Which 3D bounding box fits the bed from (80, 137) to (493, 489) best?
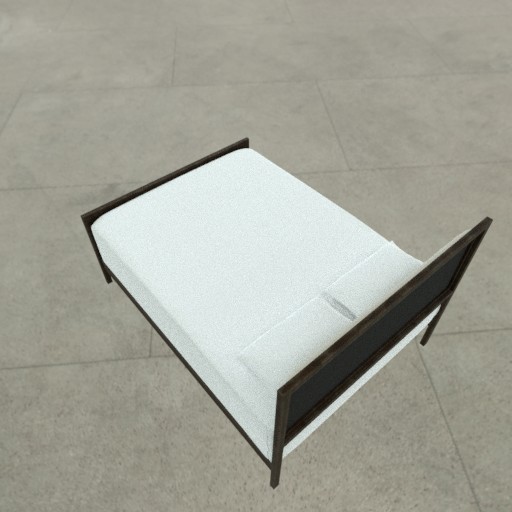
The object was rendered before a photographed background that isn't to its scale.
[{"bbox_3d":[0.000,0.000,3.188,1.607,1.313,2.221,-32,55,-26],"label":"bed"}]
